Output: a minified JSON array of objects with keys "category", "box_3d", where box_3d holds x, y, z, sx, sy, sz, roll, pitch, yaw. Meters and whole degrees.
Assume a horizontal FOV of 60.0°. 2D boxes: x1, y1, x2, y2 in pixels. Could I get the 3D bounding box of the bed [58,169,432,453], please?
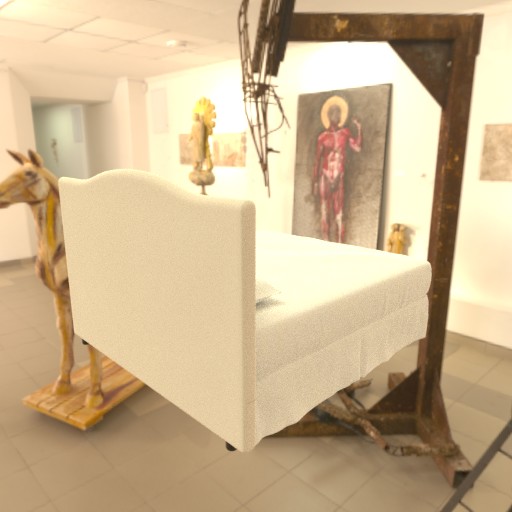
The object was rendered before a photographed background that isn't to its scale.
[{"category":"bed","box_3d":[0.000,0.000,3.497,2.182,1.421,2.083,-13,19,-43]}]
